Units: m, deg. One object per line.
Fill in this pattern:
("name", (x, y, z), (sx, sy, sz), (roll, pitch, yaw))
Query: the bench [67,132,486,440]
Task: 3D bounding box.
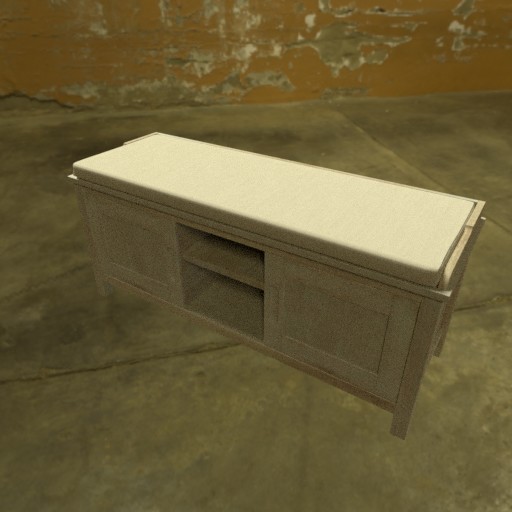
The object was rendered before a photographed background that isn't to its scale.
("bench", (0.000, 0.000, 1.359), (1.140, 0.501, 0.398), (19, 36, 28))
